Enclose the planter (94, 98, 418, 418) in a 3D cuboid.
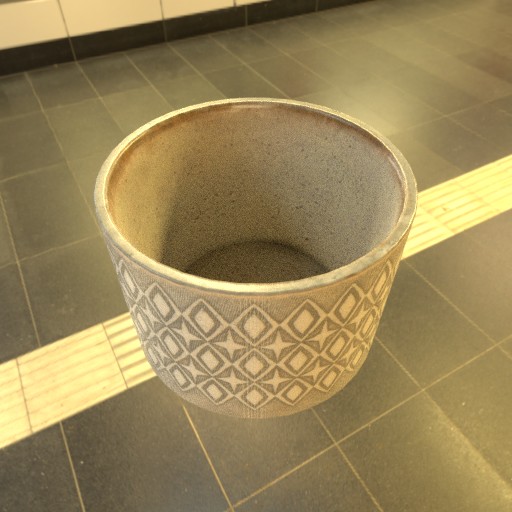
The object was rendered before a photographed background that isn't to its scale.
[{"bbox_3d":[0.000,0.000,0.313,0.186,0.144,0.186,0,46,0],"label":"planter"}]
